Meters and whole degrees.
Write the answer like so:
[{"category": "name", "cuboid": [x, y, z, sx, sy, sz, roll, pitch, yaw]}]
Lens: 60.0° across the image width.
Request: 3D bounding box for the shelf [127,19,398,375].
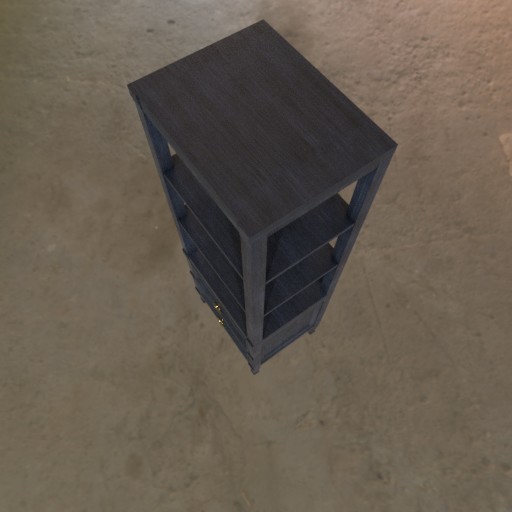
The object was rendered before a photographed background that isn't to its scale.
[{"category": "shelf", "cuboid": [0.000, 0.000, 1.948, 0.472, 1.727, 0.584, -33, 69, -15]}]
